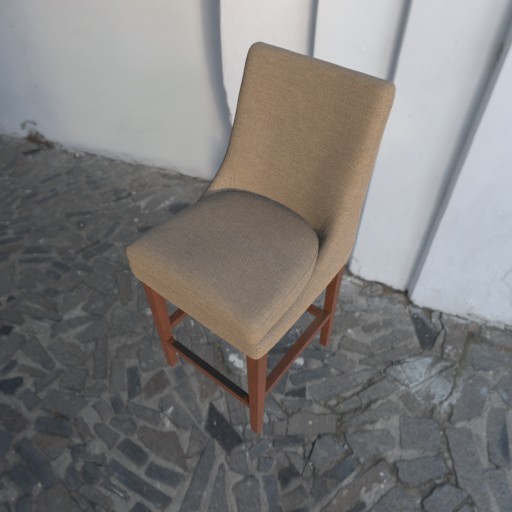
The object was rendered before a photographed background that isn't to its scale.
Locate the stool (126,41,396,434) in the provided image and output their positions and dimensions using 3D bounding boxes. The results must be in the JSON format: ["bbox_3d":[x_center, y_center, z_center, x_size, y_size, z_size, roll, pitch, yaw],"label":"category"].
[{"bbox_3d":[0.000,0.000,1.306,0.470,0.981,0.577,30,53,25],"label":"stool"}]
